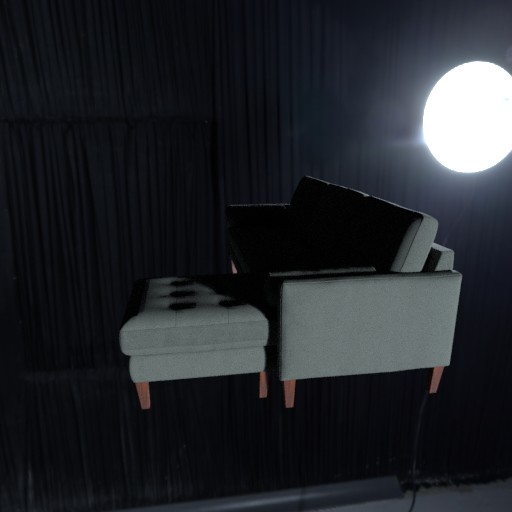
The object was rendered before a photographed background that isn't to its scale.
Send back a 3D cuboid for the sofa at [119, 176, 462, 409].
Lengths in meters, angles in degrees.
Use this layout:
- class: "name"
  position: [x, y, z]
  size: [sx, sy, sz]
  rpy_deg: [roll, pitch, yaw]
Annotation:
- class: "sofa"
  position: [0.000, 0.000, 2.915]
  size: [1.506, 0.876, 2.178]
  rpy_deg: [-3, 16, -9]
